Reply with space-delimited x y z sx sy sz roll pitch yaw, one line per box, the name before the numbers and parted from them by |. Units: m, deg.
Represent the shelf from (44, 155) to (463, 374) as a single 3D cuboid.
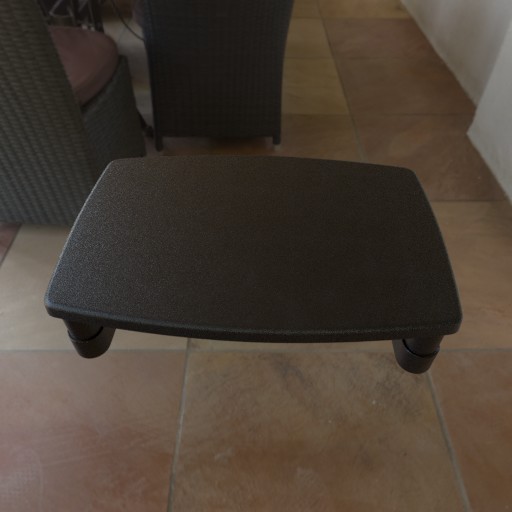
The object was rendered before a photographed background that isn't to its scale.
shelf | 0.000 0.000 0.525 0.410 0.100 0.280 2 46 2
